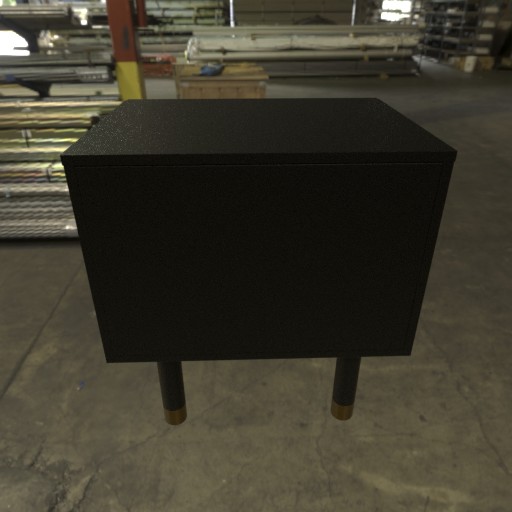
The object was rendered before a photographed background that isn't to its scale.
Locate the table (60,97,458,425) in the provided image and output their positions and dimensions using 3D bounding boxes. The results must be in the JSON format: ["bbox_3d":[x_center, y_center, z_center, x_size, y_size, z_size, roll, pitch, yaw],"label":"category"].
[{"bbox_3d":[0.000,0.000,0.962,0.564,0.584,0.441,-1,29,-2],"label":"table"}]
